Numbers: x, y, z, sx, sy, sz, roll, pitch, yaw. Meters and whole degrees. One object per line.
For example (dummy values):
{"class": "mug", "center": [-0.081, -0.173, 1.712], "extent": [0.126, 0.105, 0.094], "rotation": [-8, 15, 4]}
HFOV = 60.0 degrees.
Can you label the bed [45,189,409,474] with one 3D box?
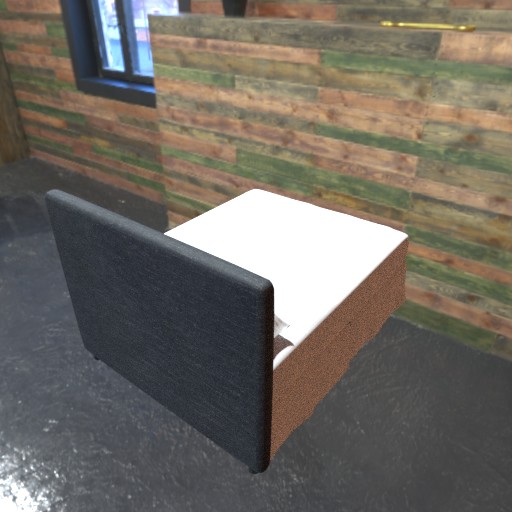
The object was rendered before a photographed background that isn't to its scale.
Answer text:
{"class": "bed", "center": [0.000, 0.000, 3.264], "extent": [1.723, 1.330, 2.142], "rotation": [22, 37, 32]}
